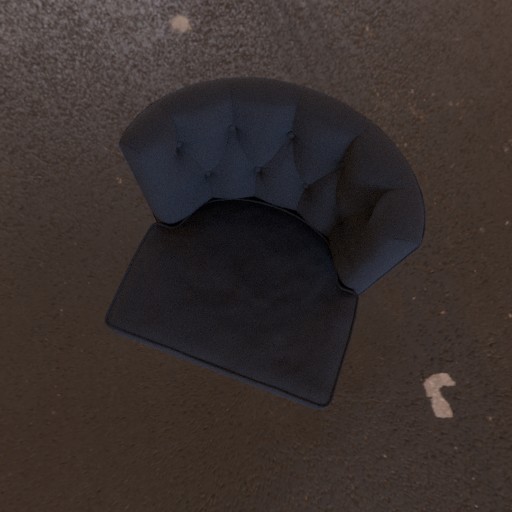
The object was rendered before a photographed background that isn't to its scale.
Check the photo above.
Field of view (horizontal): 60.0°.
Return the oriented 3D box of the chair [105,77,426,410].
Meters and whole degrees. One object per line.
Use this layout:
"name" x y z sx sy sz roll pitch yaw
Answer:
"chair" 0.000 0.000 1.340 0.740 0.771 0.718 19 76 5
